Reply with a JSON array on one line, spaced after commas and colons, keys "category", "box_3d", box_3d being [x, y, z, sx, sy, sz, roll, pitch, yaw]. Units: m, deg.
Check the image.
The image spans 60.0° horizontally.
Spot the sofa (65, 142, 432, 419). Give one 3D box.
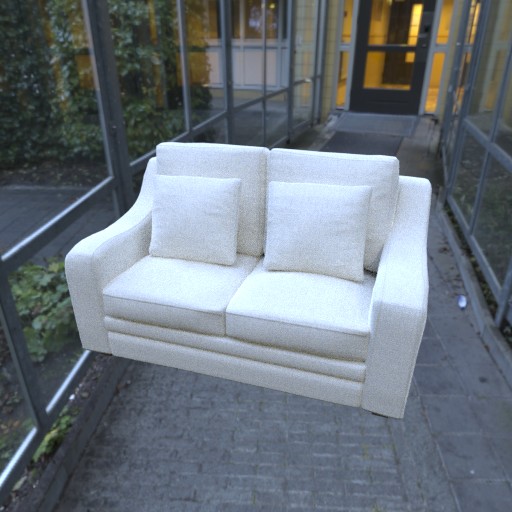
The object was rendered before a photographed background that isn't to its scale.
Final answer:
[{"category": "sofa", "box_3d": [0.000, 0.000, 2.396, 1.744, 1.047, 1.040, 8, 28, 15]}]
